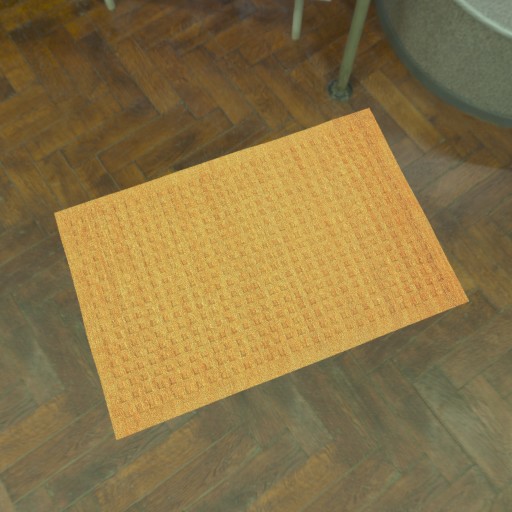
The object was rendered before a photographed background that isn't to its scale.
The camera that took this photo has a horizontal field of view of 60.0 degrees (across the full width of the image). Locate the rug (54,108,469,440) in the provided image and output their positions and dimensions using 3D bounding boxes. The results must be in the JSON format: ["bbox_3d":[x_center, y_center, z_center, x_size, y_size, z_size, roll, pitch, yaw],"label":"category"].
[{"bbox_3d":[0.000,0.000,2.176,1.747,0.006,1.143,-20,75,-6],"label":"rug"}]
